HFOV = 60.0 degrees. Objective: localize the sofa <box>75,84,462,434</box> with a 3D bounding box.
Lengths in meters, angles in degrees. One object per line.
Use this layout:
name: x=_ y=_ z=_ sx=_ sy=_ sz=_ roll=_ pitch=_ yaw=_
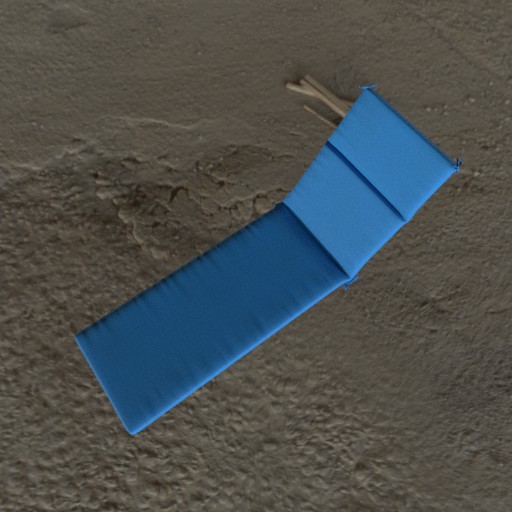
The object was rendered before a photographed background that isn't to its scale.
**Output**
sofa: x=0.000 y=0.000 z=1.884 sx=1.663 sy=0.622 sz=0.582 roll=-34 pitch=70 yaw=-14
